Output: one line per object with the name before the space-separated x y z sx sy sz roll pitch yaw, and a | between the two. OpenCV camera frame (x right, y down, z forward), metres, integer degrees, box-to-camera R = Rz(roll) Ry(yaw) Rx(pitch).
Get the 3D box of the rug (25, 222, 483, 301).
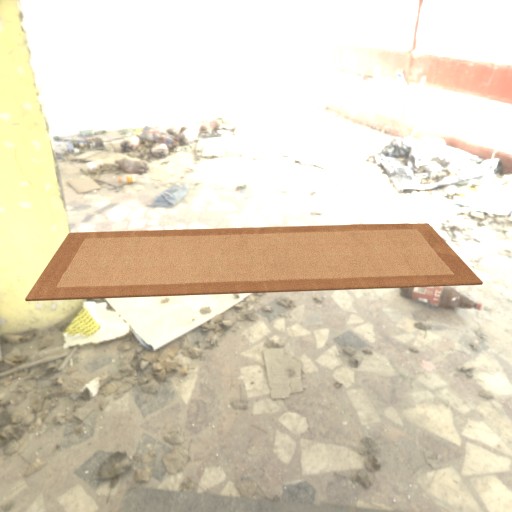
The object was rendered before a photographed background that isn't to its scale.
rug | 0.000 0.000 2.677 2.439 0.017 0.764 -2 30 -3
